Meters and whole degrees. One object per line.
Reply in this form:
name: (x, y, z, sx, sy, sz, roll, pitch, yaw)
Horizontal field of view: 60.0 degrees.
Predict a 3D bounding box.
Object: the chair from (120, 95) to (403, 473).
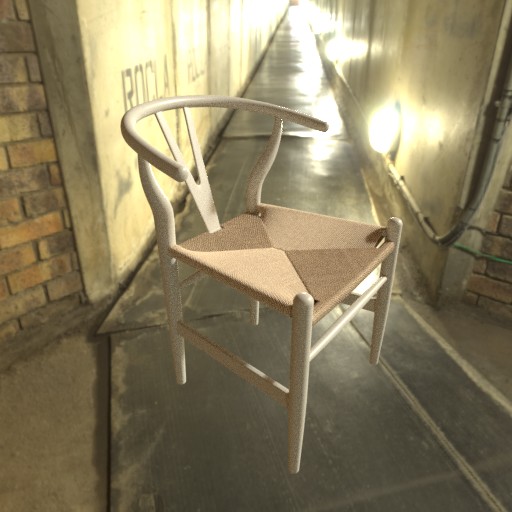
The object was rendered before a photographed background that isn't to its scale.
chair: (0.000, 0.000, 1.135, 0.579, 0.730, 0.569, 18, 32, 32)
